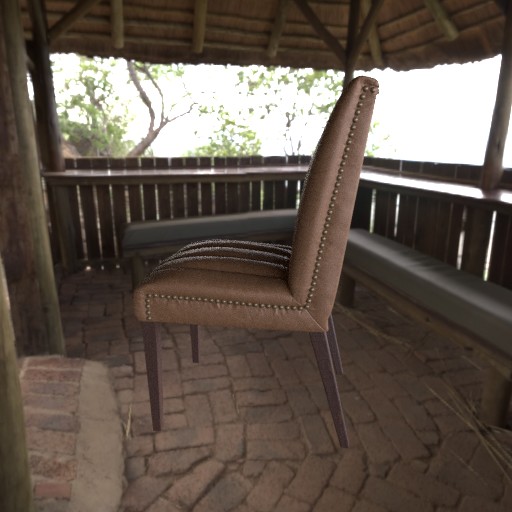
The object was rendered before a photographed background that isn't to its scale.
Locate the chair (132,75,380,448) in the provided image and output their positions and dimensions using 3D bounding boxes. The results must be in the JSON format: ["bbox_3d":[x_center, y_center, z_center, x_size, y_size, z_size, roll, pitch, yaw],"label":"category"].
[{"bbox_3d":[0.000,0.000,1.403,0.647,1.016,0.511,2,15,8],"label":"chair"}]
